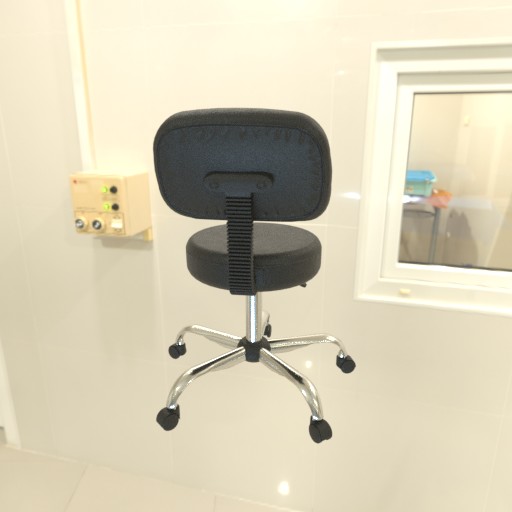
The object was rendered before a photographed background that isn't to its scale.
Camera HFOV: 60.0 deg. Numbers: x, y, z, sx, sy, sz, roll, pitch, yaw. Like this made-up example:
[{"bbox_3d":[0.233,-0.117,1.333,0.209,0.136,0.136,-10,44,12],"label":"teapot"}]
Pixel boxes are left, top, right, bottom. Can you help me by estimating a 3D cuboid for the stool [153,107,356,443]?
[{"bbox_3d":[0.000,0.000,1.375,0.673,0.862,0.648,2,18,7],"label":"stool"}]
